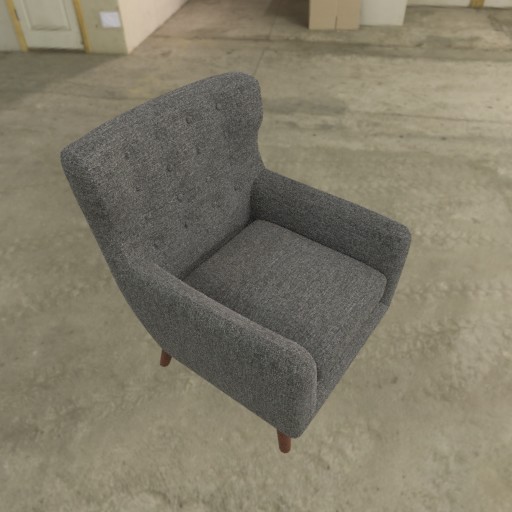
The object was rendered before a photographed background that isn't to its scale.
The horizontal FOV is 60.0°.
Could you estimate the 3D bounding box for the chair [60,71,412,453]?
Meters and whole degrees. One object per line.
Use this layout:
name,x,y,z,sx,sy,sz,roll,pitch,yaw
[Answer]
chair,0.000,0.000,1.718,0.940,1.039,0.889,26,48,26
